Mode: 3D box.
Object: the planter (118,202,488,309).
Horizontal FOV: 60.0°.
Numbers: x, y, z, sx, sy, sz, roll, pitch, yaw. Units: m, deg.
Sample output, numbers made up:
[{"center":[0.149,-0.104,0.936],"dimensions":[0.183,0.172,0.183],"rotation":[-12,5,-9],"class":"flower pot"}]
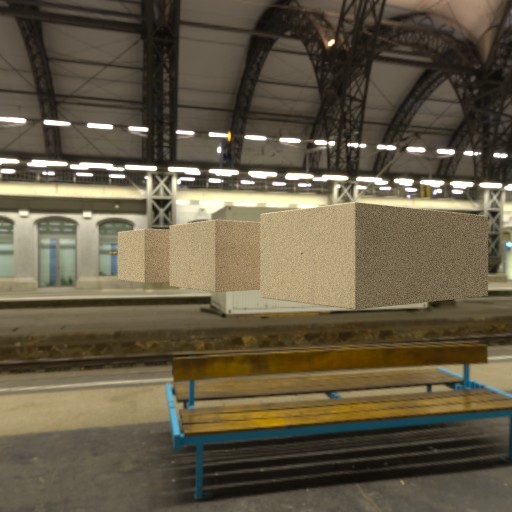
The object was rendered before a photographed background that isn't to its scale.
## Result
[{"center":[0.000,0.000,0.382],"dimensions":[0.127,0.051,0.333],"rotation":[0,0,-36],"class":"planter"}]
